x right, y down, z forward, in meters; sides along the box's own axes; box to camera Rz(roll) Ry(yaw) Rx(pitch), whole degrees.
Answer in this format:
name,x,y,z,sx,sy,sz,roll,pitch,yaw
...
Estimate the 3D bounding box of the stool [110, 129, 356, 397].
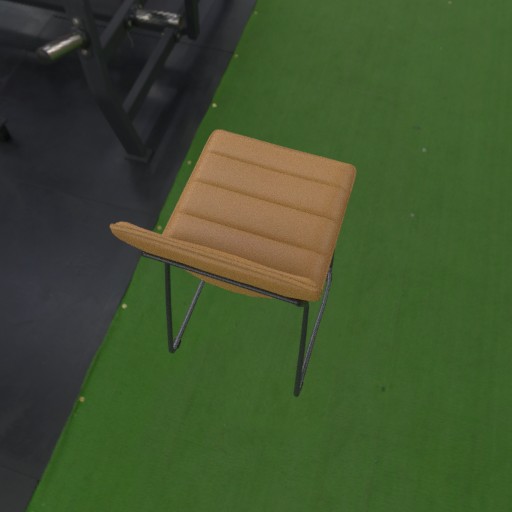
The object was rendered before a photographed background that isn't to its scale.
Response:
name,x,y,z,sx,sy,sz,roll,pitch,yaw
stool,0.000,0.000,1.256,0.489,0.936,0.524,17,65,8
